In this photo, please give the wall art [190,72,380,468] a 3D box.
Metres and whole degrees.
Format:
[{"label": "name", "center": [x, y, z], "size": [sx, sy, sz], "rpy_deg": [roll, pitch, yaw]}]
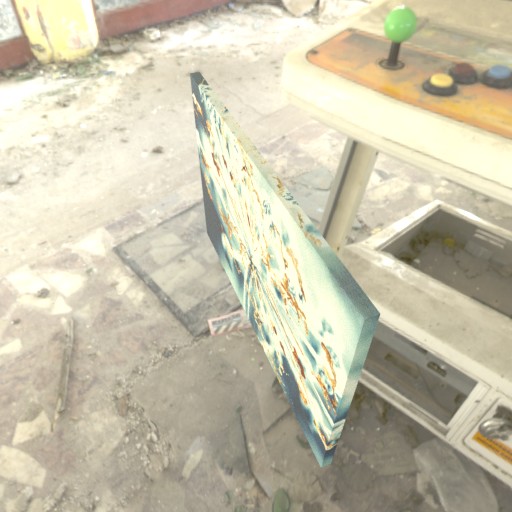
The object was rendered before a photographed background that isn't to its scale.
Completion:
[{"label": "wall art", "center": [0.000, 0.000, 1.455], "size": [0.035, 0.759, 1.138], "rpy_deg": [-16, 48, -15]}]
